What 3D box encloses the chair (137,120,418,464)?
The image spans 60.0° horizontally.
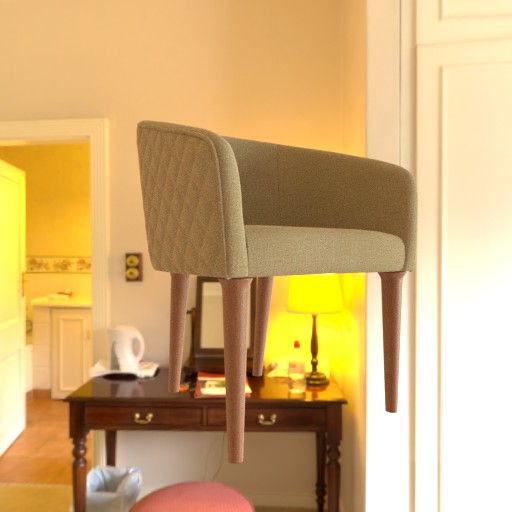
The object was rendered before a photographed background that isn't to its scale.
[{"bbox_3d":[0.000,0.000,1.182,0.584,0.775,0.616,0,1,-35],"label":"chair"}]
